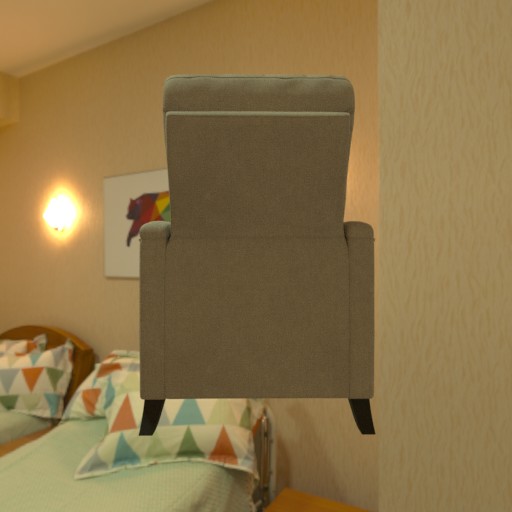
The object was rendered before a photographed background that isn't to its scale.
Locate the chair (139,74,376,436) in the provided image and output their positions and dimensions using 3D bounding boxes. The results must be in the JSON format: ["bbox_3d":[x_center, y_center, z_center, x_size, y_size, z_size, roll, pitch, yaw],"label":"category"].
[{"bbox_3d":[0.000,0.000,1.622,0.710,1.049,0.922,0,0,-1],"label":"chair"}]
